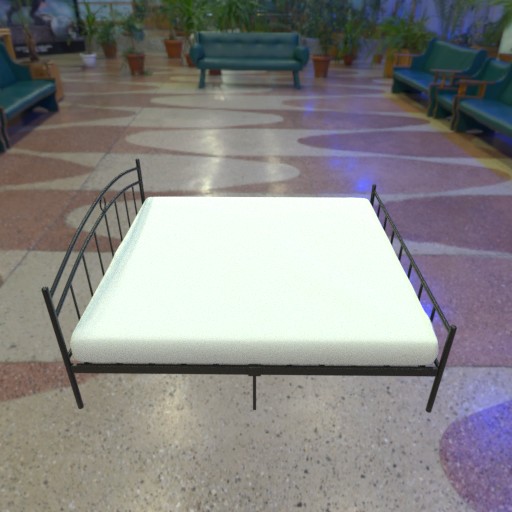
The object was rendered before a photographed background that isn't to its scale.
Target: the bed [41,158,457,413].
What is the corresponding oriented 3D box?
[{"bbox_3d":[0.000,0.000,3.104,2.040,0.940,1.880,0,31,1],"label":"bed"}]
